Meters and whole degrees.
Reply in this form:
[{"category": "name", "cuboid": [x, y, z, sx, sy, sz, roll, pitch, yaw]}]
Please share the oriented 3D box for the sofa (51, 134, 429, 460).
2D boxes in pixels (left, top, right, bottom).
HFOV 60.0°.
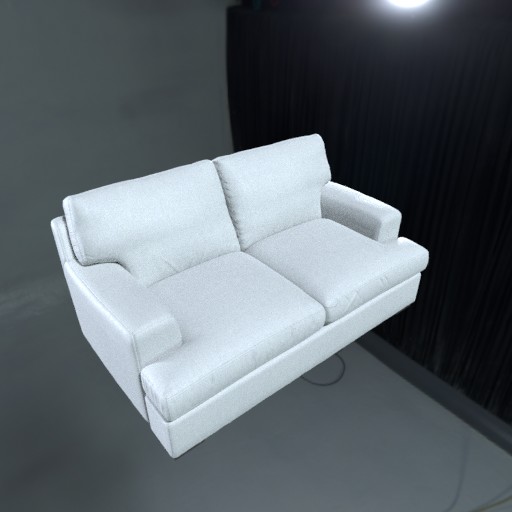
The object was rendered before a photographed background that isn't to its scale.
[{"category": "sofa", "cuboid": [0.000, 0.000, 2.530, 1.880, 0.940, 1.143, -23, 38, -33]}]
